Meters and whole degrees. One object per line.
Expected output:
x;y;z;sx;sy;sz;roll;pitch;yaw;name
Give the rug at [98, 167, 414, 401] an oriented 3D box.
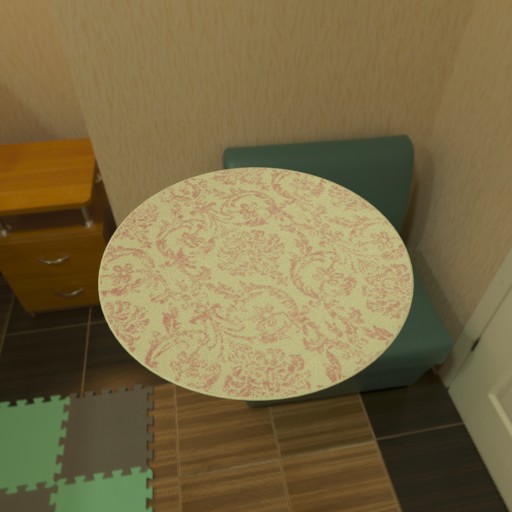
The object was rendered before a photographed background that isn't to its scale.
0.000;0.000;2.306;1.593;0.012;1.593;0;46;0;rug
